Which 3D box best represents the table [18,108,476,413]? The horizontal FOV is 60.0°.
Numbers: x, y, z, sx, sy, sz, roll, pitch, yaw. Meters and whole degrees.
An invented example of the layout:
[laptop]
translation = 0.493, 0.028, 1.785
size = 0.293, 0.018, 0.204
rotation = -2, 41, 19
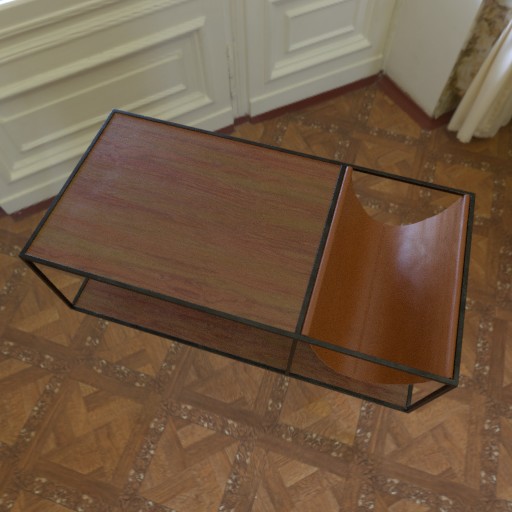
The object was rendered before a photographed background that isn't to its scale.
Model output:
[table]
translation = 0.000, 0.000, 1.455
size = 1.199, 0.403, 0.597
rotation = 15, 63, 8
